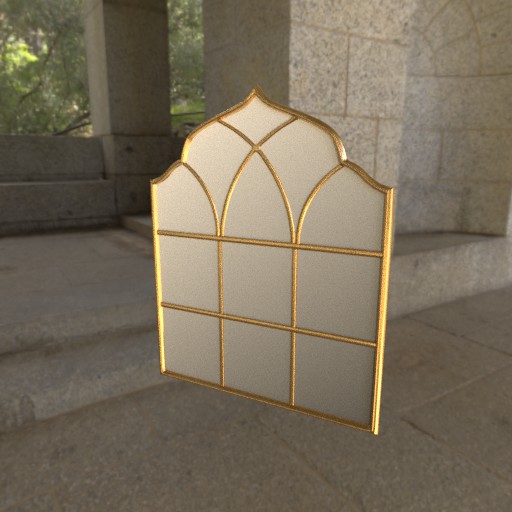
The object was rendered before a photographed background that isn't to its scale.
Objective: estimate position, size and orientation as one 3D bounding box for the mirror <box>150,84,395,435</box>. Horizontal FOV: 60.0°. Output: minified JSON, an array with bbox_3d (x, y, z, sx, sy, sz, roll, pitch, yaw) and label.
[{"bbox_3d":[0.000,0.000,0.871,0.513,0.635,0.018,7,15,26],"label":"mirror"}]
